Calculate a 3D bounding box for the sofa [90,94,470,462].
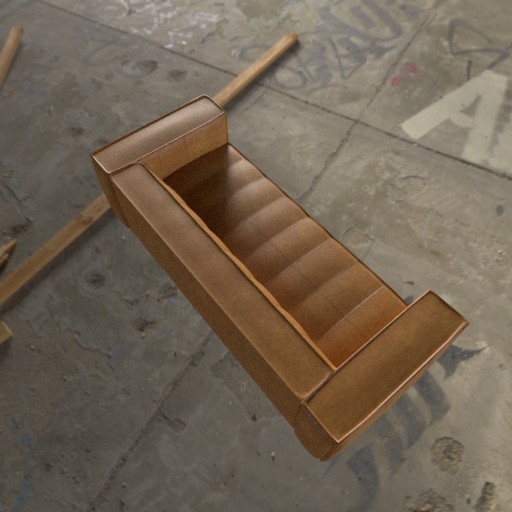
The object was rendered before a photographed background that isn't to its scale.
[{"bbox_3d":[0.000,0.000,3.114,1.102,0.701,2.581,-35,64,-20],"label":"sofa"}]
